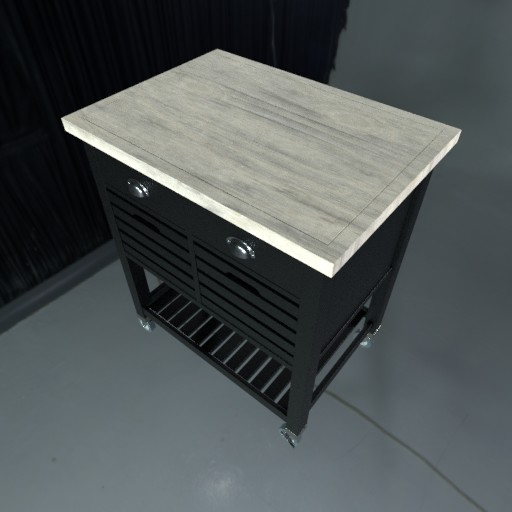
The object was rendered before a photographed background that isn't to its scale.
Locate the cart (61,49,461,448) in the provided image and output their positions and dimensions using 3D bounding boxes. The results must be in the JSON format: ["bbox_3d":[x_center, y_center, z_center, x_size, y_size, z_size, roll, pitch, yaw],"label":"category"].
[{"bbox_3d":[0.000,0.000,1.402,0.797,0.920,0.567,30,53,26],"label":"cart"}]
